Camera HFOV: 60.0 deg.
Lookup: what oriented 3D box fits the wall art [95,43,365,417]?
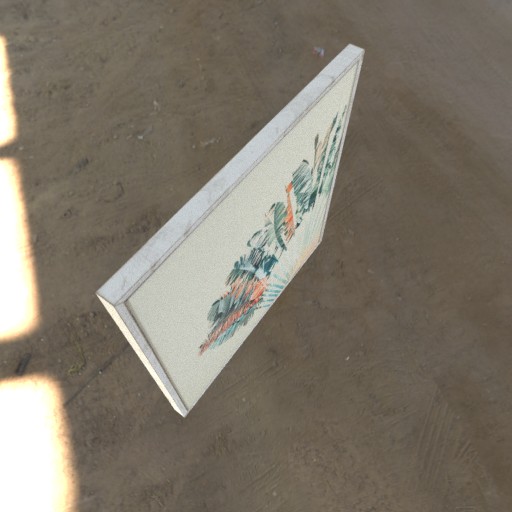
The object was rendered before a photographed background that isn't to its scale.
[{"bbox_3d":[0.000,0.000,1.135,0.038,0.757,0.760,32,63,18],"label":"wall art"}]
